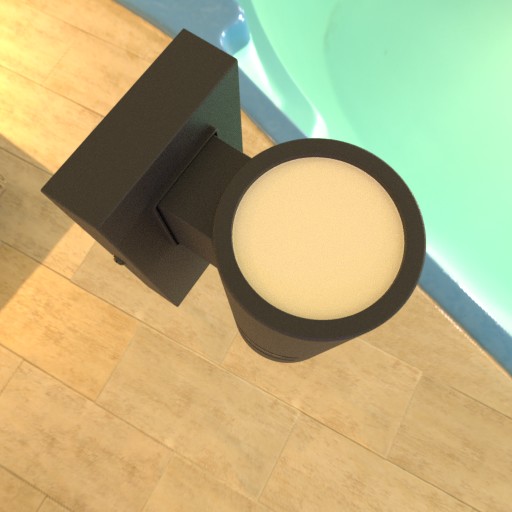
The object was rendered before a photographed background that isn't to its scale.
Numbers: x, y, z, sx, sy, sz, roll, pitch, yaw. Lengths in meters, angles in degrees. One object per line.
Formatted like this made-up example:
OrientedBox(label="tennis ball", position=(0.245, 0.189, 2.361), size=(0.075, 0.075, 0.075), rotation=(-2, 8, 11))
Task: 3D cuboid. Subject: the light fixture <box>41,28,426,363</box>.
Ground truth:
OrientedBox(label="light fixture", position=(0.000, 0.000, 0.256), size=(0.138, 0.179, 0.098), rotation=(33, 77, 9))
